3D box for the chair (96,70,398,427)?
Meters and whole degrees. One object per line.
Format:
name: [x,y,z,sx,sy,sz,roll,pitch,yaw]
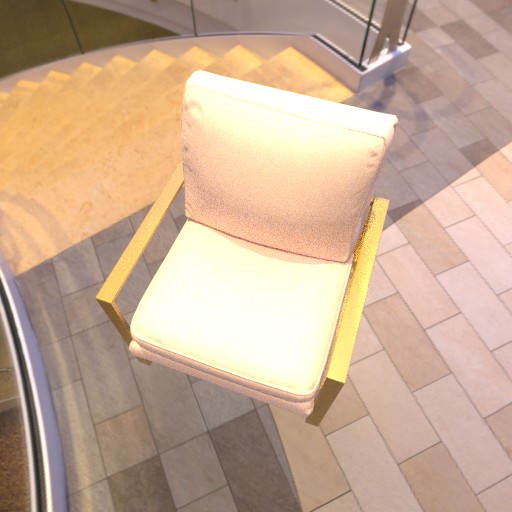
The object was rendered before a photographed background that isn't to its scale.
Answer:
chair: [0.000,0.000,1.516,0.758,0.956,0.813,17,61,10]
